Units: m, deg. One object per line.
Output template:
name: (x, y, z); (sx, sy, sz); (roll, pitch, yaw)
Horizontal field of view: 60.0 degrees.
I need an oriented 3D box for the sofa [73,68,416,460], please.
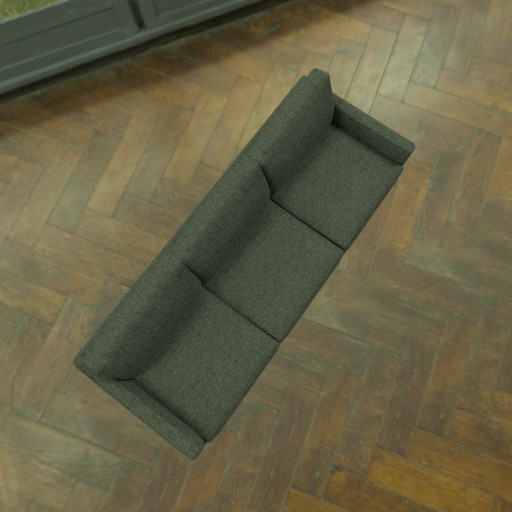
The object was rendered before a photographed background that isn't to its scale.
sofa: (0.000, 0.000, 2.731); (0.876, 0.879, 2.253); (35, 79, 8)
